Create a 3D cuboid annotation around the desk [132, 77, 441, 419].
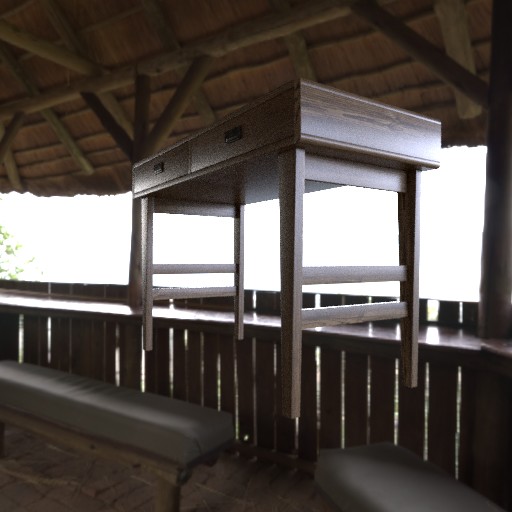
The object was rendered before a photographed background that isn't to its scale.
[{"bbox_3d":[0.000,0.000,1.518,0.508,0.755,1.067,0,-1,-34],"label":"desk"}]
